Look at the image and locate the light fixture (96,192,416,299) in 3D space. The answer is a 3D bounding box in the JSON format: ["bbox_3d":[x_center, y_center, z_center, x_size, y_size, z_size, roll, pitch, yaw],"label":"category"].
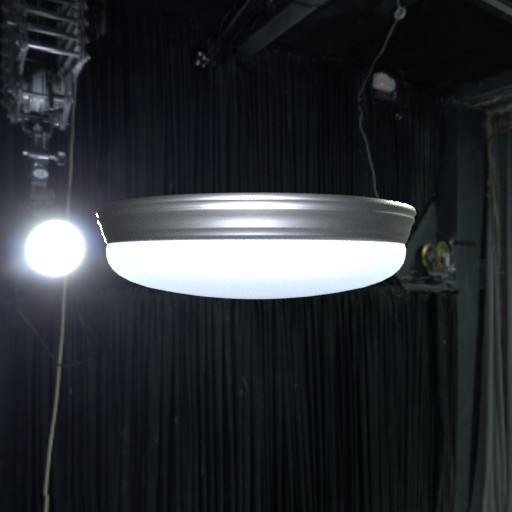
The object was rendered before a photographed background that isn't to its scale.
[{"bbox_3d":[0.000,0.000,0.541,0.368,0.100,0.368,0,0,0],"label":"light fixture"}]
